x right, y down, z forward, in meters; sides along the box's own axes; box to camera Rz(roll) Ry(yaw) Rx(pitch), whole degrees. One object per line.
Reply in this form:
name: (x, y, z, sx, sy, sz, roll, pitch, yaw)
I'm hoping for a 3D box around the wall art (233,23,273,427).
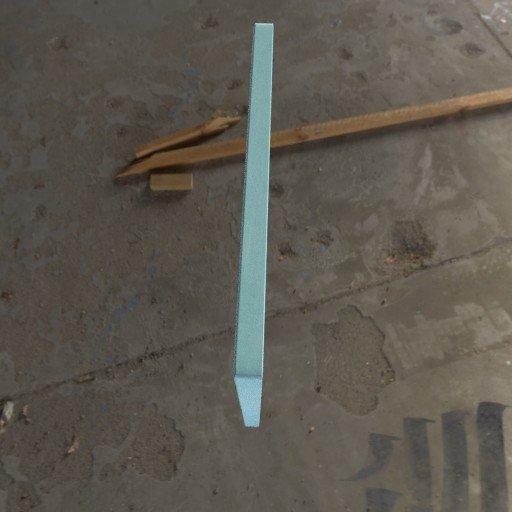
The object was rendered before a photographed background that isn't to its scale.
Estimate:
wall art: (0.000, 0.000, 1.608, 0.070, 1.073, 1.071, 2, 64, 1)
